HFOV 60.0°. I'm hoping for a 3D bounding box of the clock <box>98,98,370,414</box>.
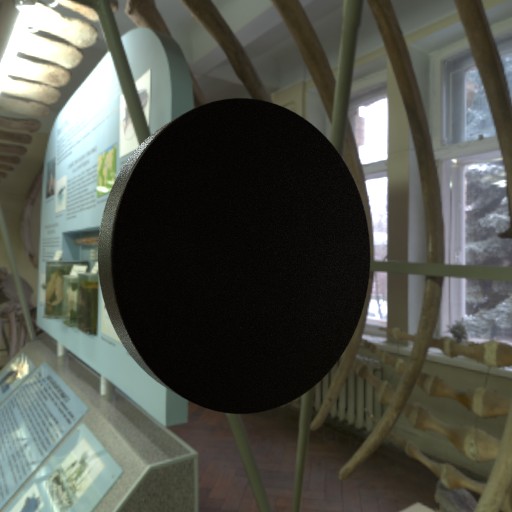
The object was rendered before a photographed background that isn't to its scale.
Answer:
[{"bbox_3d":[0.000,0.000,0.463,0.314,0.314,0.040,0,0,-35],"label":"clock"}]
